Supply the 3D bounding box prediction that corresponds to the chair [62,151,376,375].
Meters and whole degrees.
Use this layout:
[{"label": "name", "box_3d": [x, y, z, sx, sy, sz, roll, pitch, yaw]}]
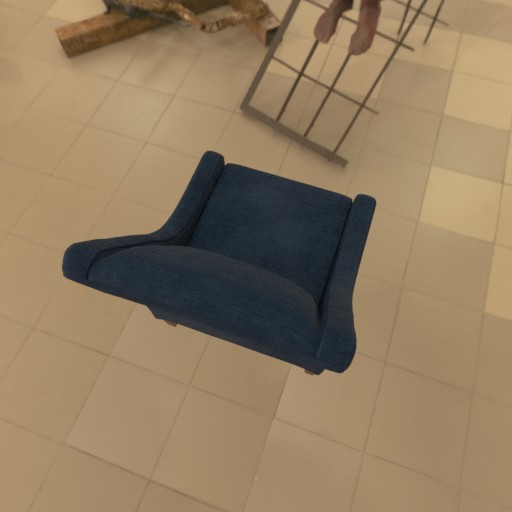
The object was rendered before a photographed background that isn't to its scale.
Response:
[{"label": "chair", "box_3d": [0.000, 0.000, 1.661, 0.774, 1.014, 0.870, 18, 65, 9]}]
